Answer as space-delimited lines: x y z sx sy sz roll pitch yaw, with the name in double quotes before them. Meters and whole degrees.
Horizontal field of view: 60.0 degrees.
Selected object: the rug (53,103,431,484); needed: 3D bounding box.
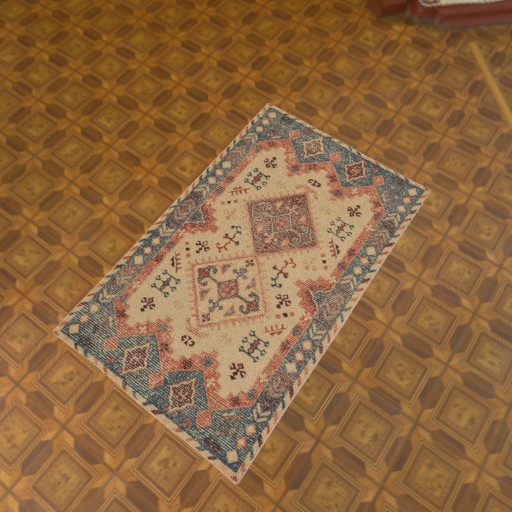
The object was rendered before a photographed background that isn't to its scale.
"rug" 0.000 0.000 3.134 1.521 0.023 2.464 33 69 15
